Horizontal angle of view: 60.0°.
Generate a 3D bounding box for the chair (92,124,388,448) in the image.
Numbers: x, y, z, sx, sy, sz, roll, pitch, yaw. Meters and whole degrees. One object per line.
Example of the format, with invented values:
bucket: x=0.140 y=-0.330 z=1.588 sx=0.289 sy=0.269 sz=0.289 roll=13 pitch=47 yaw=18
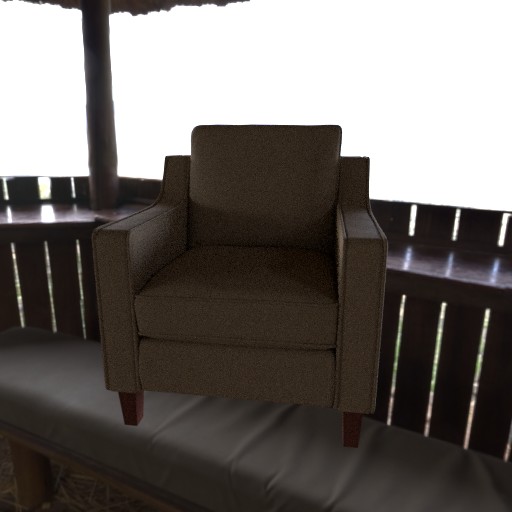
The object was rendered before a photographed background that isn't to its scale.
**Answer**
chair: x=0.000 y=0.000 z=1.663 sx=0.831 sy=0.960 sz=0.909 roll=2 pitch=16 yaw=8
